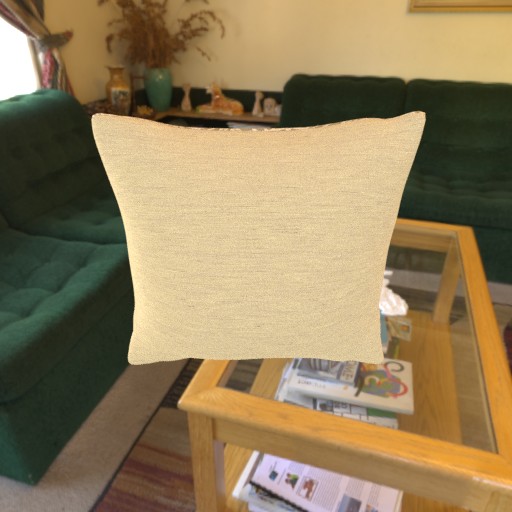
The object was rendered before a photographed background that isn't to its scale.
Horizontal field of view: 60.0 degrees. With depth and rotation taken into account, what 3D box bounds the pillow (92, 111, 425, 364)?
[{"bbox_3d":[0.000,0.000,0.668,0.438,0.421,0.167,0,28,0],"label":"pillow"}]
